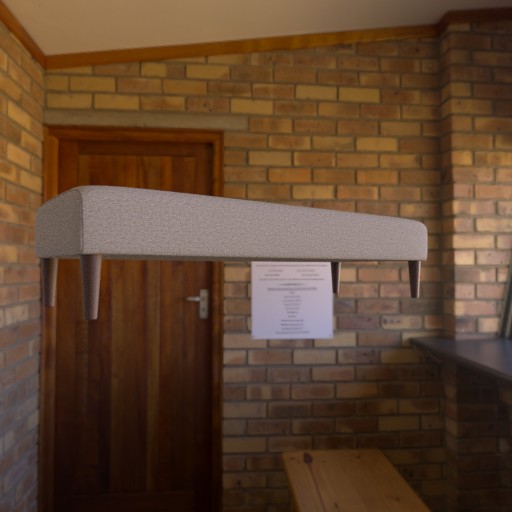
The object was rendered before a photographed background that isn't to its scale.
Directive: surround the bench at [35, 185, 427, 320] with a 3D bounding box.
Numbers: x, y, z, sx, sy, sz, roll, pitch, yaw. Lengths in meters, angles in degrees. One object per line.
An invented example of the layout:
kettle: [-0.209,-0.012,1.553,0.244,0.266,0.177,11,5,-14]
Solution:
bench: [0.000,0.000,1.864,1.598,0.383,0.631,1,-2,-37]
